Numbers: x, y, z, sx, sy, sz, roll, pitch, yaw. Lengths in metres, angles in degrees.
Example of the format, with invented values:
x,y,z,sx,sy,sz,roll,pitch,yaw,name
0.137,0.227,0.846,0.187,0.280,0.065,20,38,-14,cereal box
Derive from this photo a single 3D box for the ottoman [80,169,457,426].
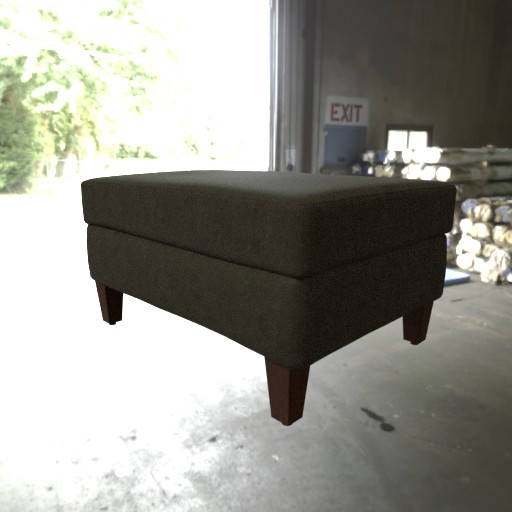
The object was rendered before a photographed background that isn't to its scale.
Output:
x,y,z,sx,sy,sz,roll,pitch,yaw,name
0.000,0.000,1.241,0.639,0.464,0.839,-13,18,-43,ottoman
